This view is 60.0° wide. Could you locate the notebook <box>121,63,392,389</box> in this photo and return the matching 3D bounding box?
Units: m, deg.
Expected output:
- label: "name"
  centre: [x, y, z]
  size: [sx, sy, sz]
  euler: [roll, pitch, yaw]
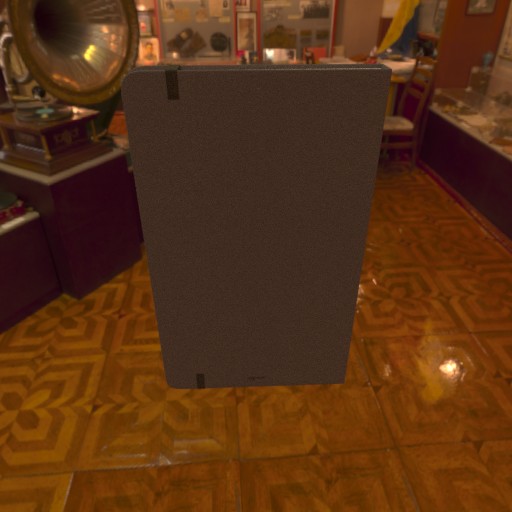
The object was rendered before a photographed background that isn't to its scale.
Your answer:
- label: "notebook"
  centre: [0.000, 0.000, 0.267]
  size: [0.127, 0.213, 0.016]
  euler: [-1, 32, -2]
